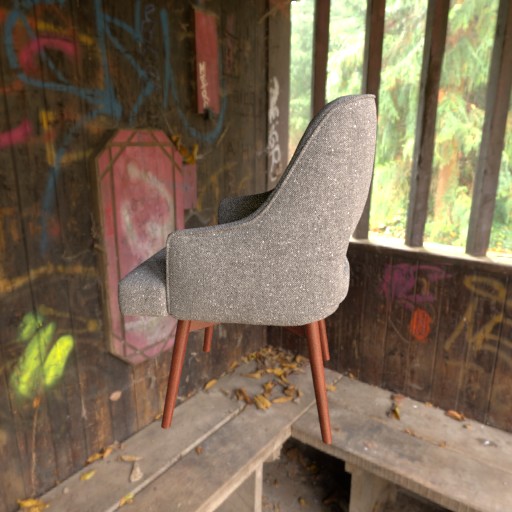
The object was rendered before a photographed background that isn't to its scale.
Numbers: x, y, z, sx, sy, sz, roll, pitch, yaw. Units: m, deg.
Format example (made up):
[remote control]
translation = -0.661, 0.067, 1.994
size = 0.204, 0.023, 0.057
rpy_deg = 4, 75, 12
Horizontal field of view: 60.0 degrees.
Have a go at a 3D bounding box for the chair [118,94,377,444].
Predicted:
[chair]
translation = 0.000, 0.000, 1.298
size = 0.629, 0.875, 0.608
rpy_deg = 2, 16, 8
